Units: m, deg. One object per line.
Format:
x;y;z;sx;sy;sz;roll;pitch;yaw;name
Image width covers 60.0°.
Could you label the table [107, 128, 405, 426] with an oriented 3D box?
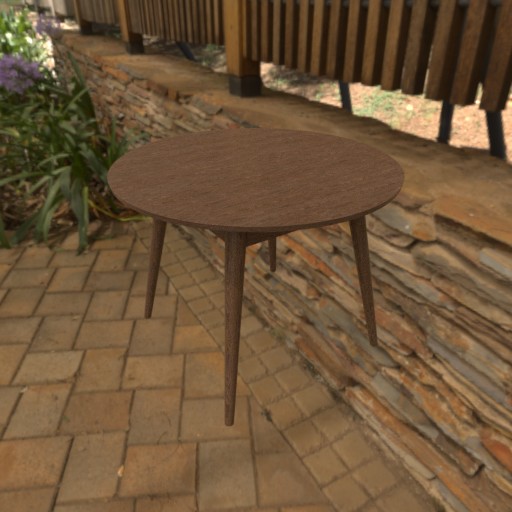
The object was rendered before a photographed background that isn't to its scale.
0.000;0.000;1.830;1.053;0.786;1.053;0;30;0;table
